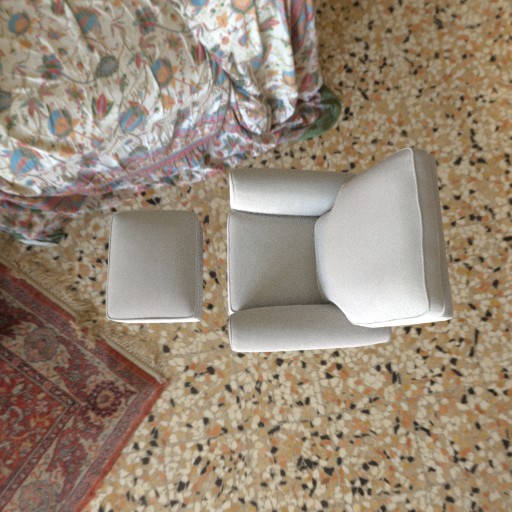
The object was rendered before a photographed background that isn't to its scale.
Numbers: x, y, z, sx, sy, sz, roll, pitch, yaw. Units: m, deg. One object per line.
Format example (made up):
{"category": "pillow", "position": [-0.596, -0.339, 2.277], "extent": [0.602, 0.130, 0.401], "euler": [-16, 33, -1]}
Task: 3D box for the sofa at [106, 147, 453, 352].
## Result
{"category": "sofa", "position": [0.000, 0.000, 2.079], "extent": [1.478, 0.959, 0.880], "euler": [-1, 77, 0]}
